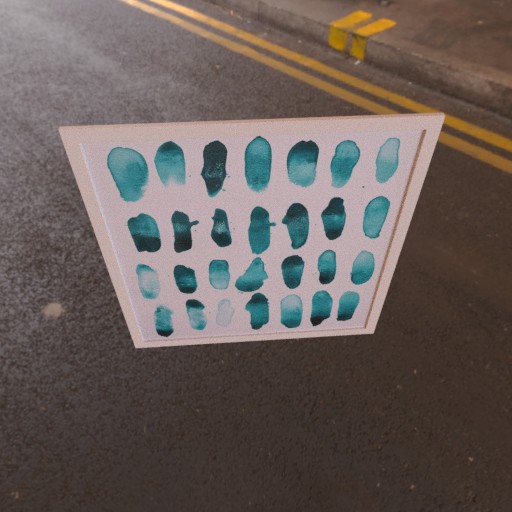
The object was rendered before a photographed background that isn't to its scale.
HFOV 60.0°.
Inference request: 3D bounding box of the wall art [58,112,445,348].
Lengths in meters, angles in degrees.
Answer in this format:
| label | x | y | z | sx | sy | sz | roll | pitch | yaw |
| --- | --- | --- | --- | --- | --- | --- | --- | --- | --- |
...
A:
| label | x | y | z | sx | sy | sz | roll | pitch | yaw |
| --- | --- | --- | --- | --- | --- | --- | --- | --- | --- |
| wall art | 0.000 | 0.000 | 1.222 | 0.812 | 0.813 | 0.013 | -3 | 46 | -3 |
